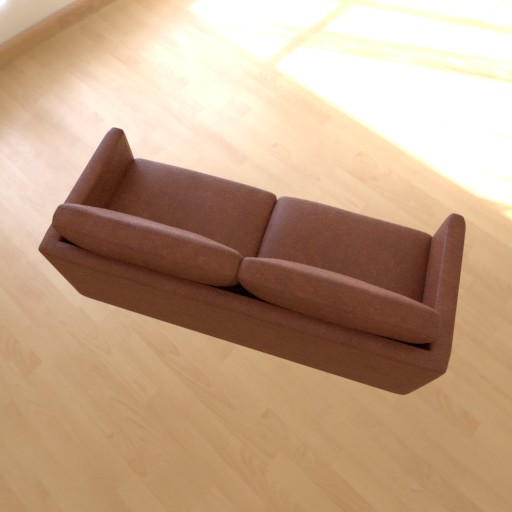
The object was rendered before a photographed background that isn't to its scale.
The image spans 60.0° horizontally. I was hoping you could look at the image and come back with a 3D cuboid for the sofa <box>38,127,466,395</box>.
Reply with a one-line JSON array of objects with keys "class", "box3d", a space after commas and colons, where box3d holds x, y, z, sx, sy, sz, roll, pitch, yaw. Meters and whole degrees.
[{"class": "sofa", "box3d": [0.000, 0.000, 2.686, 2.204, 0.932, 0.950, 16, 64, 8]}]
